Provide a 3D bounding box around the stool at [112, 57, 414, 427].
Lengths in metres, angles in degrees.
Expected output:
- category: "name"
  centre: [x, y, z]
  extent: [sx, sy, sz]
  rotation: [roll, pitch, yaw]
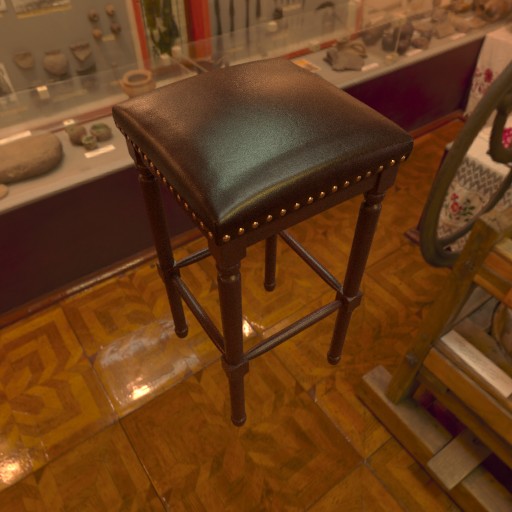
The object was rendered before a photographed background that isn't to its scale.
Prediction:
- category: "stool"
  centre: [0.000, 0.000, 1.003]
  extent: [0.383, 0.768, 0.382]
  rotation: [-26, 52, -22]
